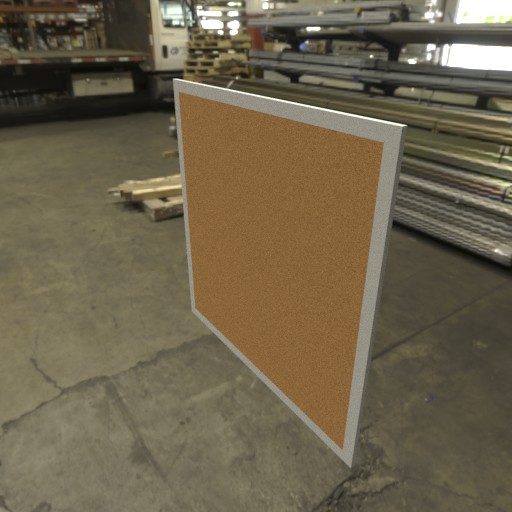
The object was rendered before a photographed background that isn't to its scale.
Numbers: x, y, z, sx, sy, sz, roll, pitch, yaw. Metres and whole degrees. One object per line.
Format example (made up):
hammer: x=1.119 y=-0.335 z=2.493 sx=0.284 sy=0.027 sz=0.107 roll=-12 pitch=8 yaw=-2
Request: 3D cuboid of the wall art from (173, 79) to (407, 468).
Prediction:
wall art: x=0.000 y=0.000 z=1.182 sx=0.013 sy=0.813 sz=0.812 roll=-18 pitch=33 yaw=-31
